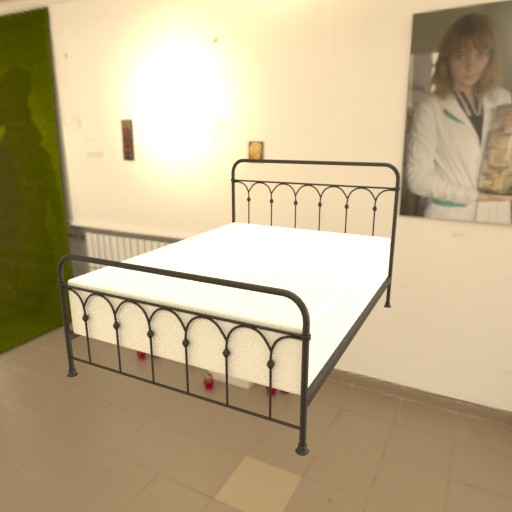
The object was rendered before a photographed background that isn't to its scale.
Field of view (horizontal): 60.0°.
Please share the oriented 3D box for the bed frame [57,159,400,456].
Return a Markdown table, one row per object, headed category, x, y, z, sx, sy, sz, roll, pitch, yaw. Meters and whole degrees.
| category | x | y | z | sx | sy | sz | roll | pitch | yaw |
| --- | --- | --- | --- | --- | --- | --- | --- | --- | --- |
| bed frame | 0.000 | 0.000 | 3.286 | 1.664 | 1.276 | 2.203 | 8 | 17 | 26 |
